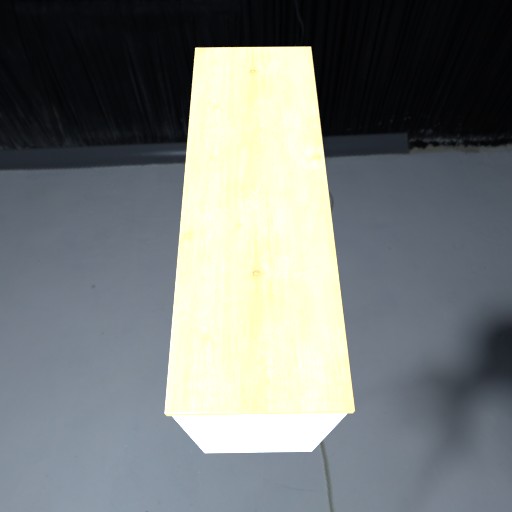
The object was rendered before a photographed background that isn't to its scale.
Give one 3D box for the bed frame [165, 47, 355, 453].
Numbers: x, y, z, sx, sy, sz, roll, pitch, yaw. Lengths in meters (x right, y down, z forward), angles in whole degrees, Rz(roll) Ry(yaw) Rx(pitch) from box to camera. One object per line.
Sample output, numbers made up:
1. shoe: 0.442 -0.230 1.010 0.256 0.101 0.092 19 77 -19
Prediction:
1. bed frame: 0.000 0.000 1.689 0.430 0.850 1.300 -1 60 0
